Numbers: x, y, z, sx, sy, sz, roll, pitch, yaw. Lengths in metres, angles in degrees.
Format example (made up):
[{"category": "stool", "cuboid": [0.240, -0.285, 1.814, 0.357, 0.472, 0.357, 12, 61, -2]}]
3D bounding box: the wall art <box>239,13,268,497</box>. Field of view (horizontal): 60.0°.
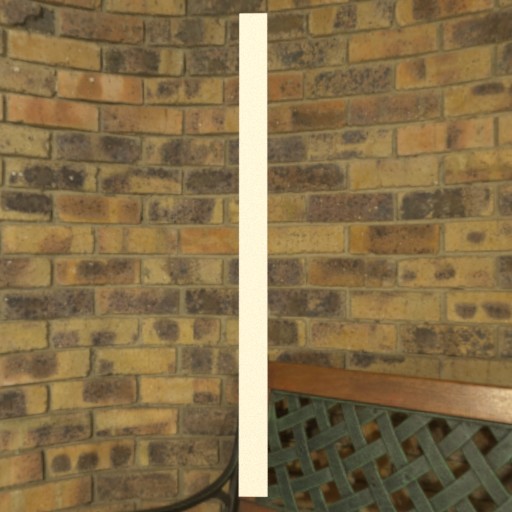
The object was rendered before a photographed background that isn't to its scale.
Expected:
[{"category": "wall art", "cuboid": [0.000, 0.000, 0.827, 0.038, 0.657, 0.450, 0, -2, 1]}]
